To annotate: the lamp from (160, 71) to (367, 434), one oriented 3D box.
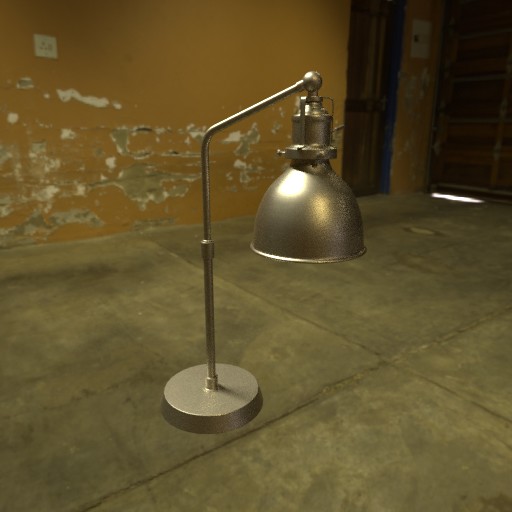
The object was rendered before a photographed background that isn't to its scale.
[{"bbox_3d":[0.000,0.000,0.592,0.286,0.456,0.153,2,16,9],"label":"lamp"}]
